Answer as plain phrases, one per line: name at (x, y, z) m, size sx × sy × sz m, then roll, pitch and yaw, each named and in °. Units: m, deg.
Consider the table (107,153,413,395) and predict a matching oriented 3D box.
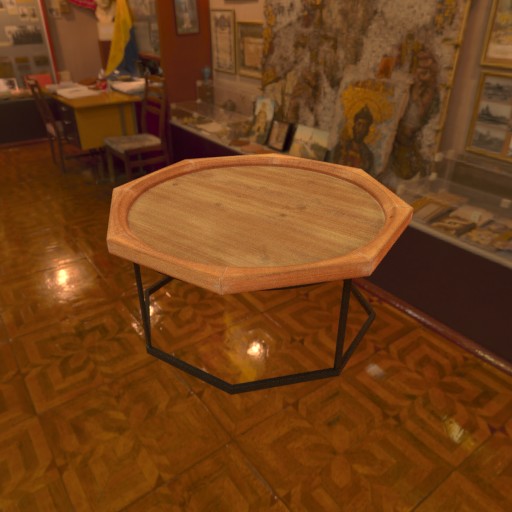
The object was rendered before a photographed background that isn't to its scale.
table at (0.000, 0.000, 1.571) m, size 1.002 × 0.444 × 1.002 m, roll 0°, pitch 30°, yaw 0°
